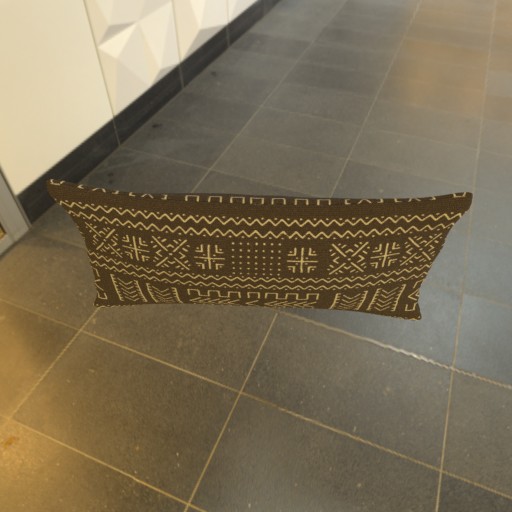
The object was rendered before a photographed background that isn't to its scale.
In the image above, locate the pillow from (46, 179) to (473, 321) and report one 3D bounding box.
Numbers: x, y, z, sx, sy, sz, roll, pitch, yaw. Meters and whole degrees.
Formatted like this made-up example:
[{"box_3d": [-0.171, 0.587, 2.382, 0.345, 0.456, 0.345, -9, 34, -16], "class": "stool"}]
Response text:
[{"box_3d": [0.000, 0.000, 0.795, 0.667, 0.322, 0.135, 2, 47, 2], "class": "pillow"}]
